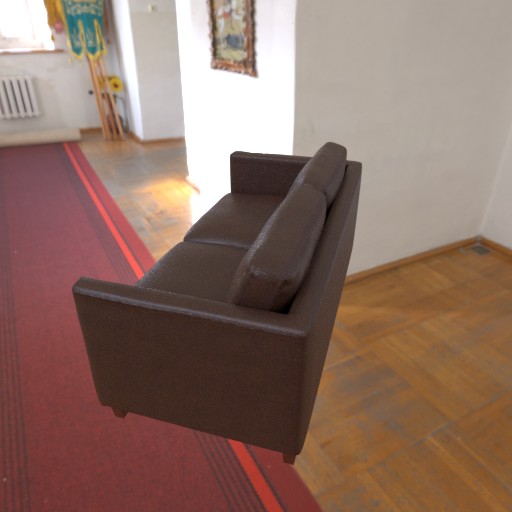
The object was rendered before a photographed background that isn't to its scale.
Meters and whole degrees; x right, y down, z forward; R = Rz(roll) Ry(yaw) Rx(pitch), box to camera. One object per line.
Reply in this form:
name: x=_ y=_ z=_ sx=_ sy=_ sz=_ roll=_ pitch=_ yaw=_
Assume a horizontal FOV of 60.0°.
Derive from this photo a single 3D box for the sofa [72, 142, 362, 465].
sofa: x=0.000 y=0.000 z=2.462 sx=0.951 sy=0.933 sz=1.883 roll=9 pitch=31 yaw=15
